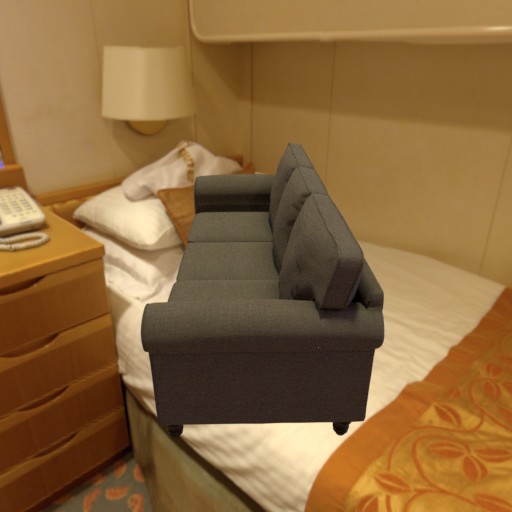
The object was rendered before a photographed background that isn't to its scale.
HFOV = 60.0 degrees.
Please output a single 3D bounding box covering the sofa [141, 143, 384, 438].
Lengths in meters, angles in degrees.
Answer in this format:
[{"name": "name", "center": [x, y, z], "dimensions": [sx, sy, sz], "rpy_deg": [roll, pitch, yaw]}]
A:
[{"name": "sofa", "center": [0.000, 0.000, 2.610], "dimensions": [0.909, 0.966, 2.084], "rpy_deg": [0, 25, -1]}]
